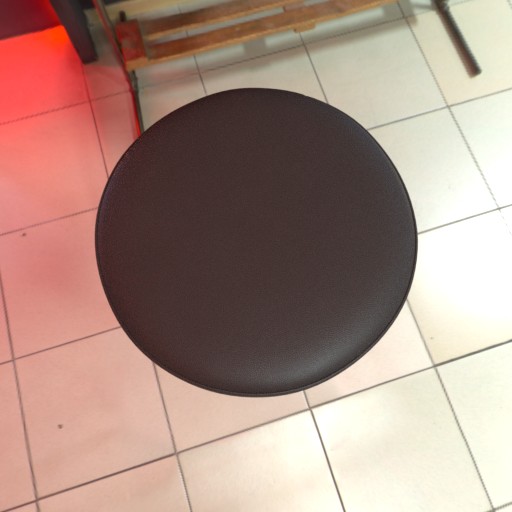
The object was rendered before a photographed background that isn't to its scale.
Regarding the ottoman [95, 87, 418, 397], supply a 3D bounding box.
[{"bbox_3d":[0.000,0.000,0.843,0.500,0.409,0.500,0,75,0],"label":"ottoman"}]
